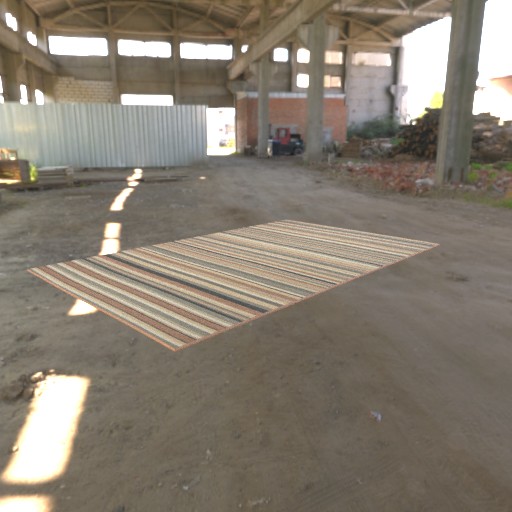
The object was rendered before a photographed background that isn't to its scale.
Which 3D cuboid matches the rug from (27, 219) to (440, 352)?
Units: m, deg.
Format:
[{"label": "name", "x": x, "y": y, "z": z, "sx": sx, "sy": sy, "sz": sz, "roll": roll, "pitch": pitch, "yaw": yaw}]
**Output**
[{"label": "rug", "x": 0.000, "y": 0.000, "z": 3.023, "sx": 1.523, "sy": 0.014, "sz": 2.438, "roll": 14, "pitch": 20, "yaw": 42}]
